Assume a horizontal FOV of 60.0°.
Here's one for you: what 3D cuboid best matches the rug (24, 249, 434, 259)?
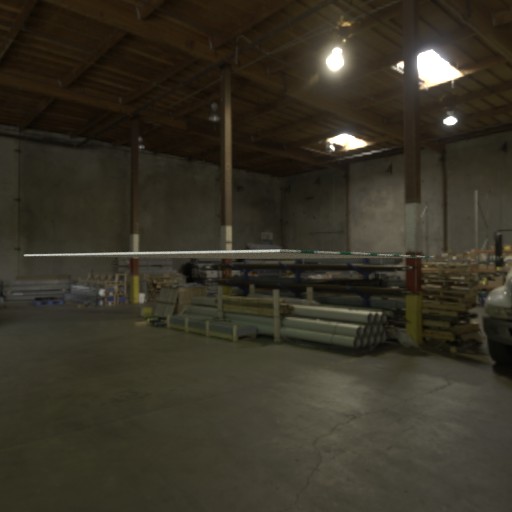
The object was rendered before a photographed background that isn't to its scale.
[{"bbox_3d":[0.000,0.000,4.097,2.434,0.019,3.041,-1,-1,35],"label":"rug"}]
